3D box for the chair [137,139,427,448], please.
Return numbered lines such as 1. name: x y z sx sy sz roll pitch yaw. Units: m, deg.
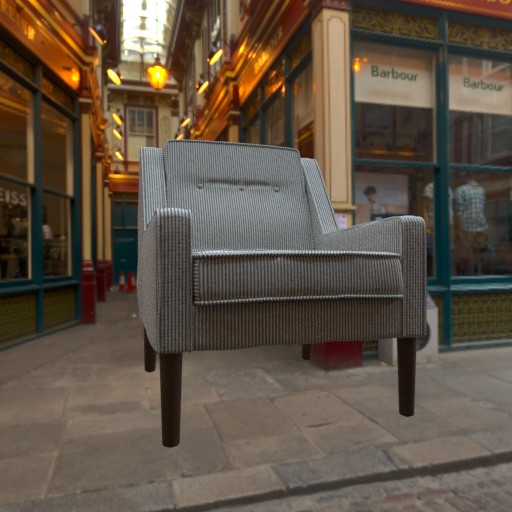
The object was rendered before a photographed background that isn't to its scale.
1. chair: 0.000 0.000 1.309 0.663 0.792 0.743 0 0 -17
